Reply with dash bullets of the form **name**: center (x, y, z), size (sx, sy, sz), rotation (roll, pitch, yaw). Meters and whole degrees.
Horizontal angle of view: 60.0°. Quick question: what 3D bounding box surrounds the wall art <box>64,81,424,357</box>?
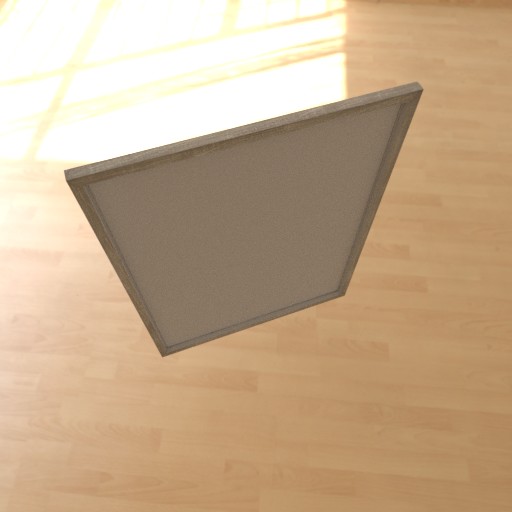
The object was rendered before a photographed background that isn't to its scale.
- **wall art**: center (0.000, 0.000, 1.354), size (0.781, 1.022, 0.035), rotation (-17, 60, -11)
